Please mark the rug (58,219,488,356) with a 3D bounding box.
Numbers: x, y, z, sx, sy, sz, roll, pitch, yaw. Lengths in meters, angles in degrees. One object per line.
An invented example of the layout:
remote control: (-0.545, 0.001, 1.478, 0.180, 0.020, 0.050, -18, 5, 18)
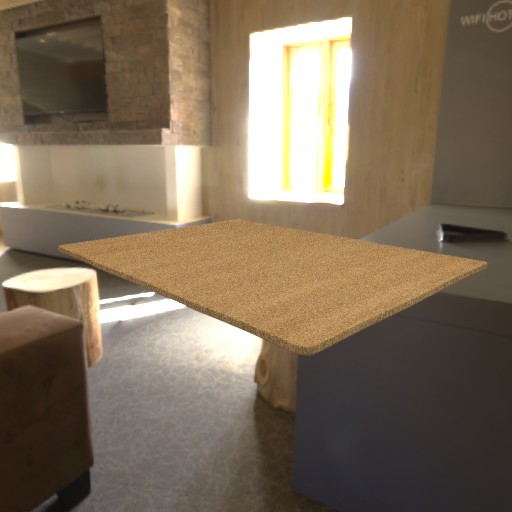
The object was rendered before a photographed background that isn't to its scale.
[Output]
rug: (0.000, 0.000, 2.032, 1.199, 0.025, 1.600, -13, 19, -42)
